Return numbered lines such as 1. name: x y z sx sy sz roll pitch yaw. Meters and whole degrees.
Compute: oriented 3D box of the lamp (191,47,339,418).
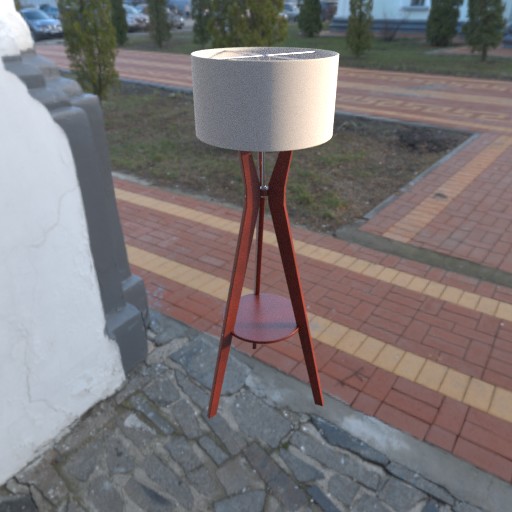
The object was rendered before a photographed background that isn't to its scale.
1. lamp: 0.000 0.000 1.766 0.542 1.472 0.539 -21 35 -32
